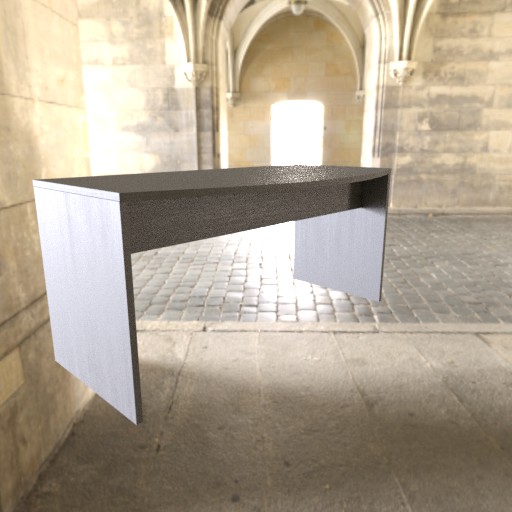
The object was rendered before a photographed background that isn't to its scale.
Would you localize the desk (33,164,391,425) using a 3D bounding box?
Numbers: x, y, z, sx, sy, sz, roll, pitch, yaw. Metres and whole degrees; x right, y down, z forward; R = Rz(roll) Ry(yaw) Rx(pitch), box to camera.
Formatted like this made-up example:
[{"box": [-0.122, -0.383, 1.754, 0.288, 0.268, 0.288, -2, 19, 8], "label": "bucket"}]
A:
[{"box": [0.000, 0.000, 2.056, 0.802, 0.750, 1.600, 14, 20, 42], "label": "desk"}]
